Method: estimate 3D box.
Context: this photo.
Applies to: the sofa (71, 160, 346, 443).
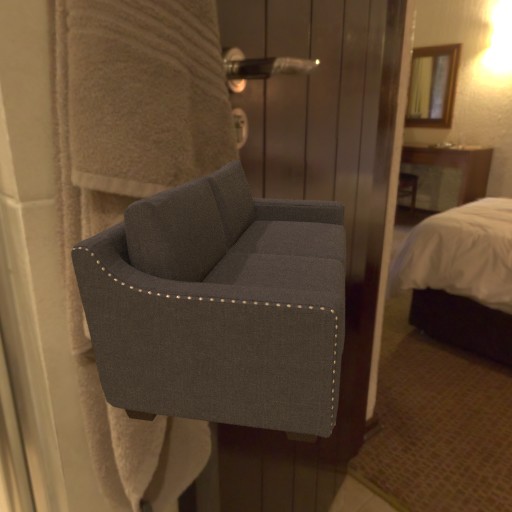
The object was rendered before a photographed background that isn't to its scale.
[{"bbox_3d":[0.000,0.000,3.311,1.336,1.196,2.550,3,18,10],"label":"sofa"}]
